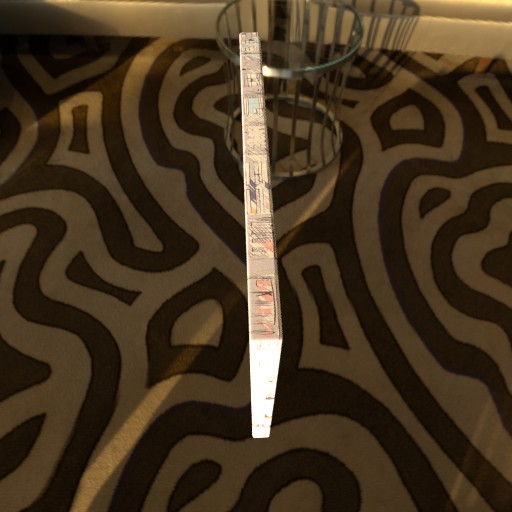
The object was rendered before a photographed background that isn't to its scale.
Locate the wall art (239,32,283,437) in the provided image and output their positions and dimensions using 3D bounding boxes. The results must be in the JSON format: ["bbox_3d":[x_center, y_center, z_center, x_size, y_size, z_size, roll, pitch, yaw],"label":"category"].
[{"bbox_3d":[0.000,0.000,0.923,0.038,0.608,0.607,-2,58,-1],"label":"wall art"}]
